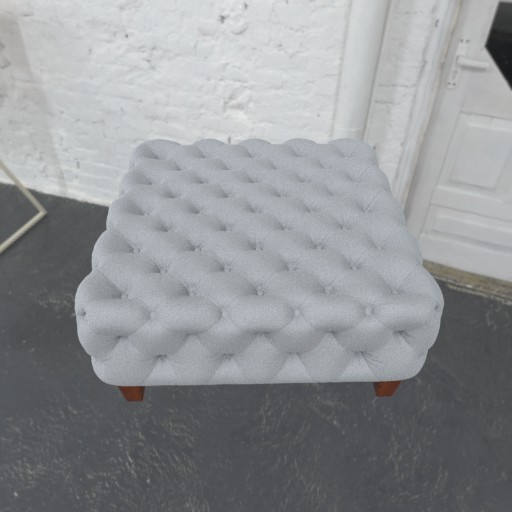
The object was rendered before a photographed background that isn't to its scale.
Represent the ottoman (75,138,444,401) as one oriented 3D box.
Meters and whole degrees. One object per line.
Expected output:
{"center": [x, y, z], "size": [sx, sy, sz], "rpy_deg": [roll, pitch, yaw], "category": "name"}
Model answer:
{"center": [0.000, 0.000, 1.222], "size": [0.764, 0.365, 0.758], "rpy_deg": [-1, 41, -1], "category": "ottoman"}
